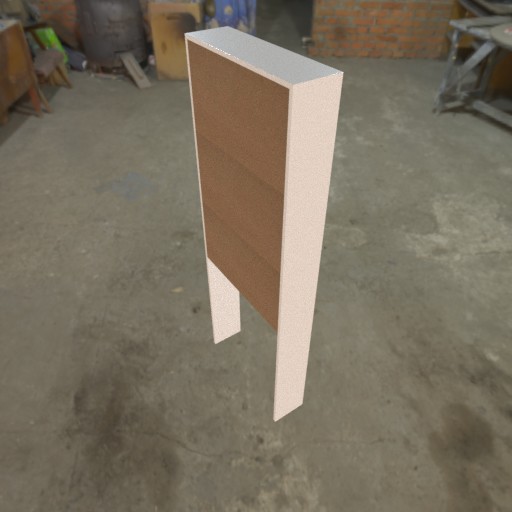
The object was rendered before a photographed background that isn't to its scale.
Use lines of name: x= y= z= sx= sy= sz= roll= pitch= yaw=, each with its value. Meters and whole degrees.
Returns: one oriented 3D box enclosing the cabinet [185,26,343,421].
cabinet: x=0.000 y=0.000 z=2.027 sx=0.192 sy=1.770 sz=0.643 roll=-24 pitch=46 yaw=-25
